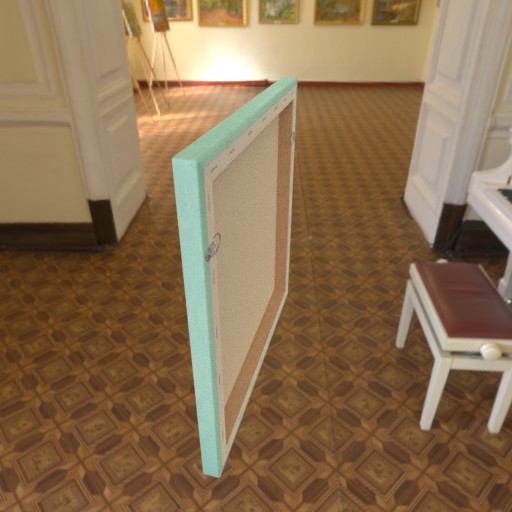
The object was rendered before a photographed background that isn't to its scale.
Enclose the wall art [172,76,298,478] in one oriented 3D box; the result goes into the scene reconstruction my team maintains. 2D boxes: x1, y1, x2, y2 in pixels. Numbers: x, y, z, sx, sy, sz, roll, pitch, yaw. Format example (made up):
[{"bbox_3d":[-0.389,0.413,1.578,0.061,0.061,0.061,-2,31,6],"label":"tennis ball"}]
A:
[{"bbox_3d":[0.000,0.000,1.622,0.070,1.073,1.071,8,32,13],"label":"wall art"}]
